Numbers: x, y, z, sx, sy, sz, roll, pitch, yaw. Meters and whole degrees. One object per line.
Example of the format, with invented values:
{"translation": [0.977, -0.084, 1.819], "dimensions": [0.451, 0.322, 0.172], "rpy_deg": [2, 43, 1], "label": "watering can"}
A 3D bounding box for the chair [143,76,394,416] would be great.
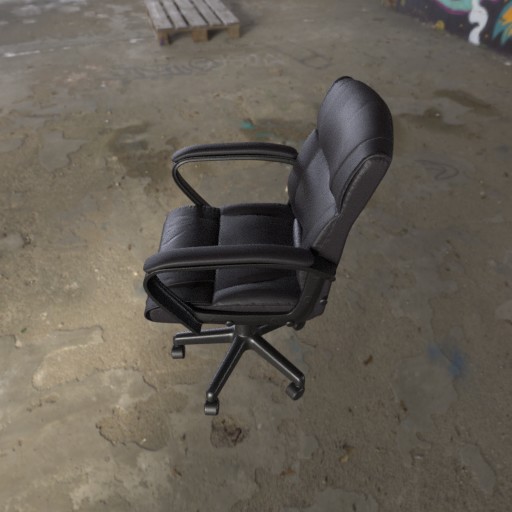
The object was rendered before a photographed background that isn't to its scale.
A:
{"translation": [0.000, 0.000, 1.387], "dimensions": [0.641, 0.998, 0.576], "rpy_deg": [0, 42, 0], "label": "chair"}
